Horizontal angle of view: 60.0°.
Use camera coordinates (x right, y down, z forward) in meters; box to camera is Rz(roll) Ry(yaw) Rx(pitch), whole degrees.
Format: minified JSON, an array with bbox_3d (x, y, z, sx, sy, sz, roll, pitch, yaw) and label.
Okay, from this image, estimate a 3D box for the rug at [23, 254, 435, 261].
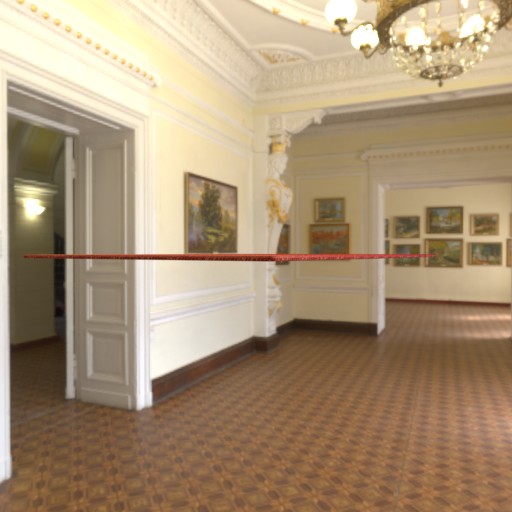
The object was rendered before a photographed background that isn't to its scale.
[{"bbox_3d":[0.000,0.000,3.890,2.340,0.028,2.905,0,1,36],"label":"rug"}]
